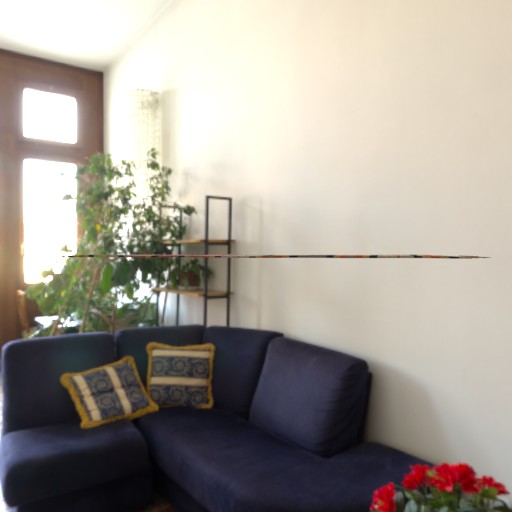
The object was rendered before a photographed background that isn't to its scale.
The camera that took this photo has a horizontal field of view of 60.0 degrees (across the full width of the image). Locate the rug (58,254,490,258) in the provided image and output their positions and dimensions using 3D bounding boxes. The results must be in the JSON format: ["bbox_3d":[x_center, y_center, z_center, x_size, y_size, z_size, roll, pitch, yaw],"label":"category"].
[{"bbox_3d":[0.000,0.000,2.700,2.455,0.017,0.695,0,0,18],"label":"rug"}]
